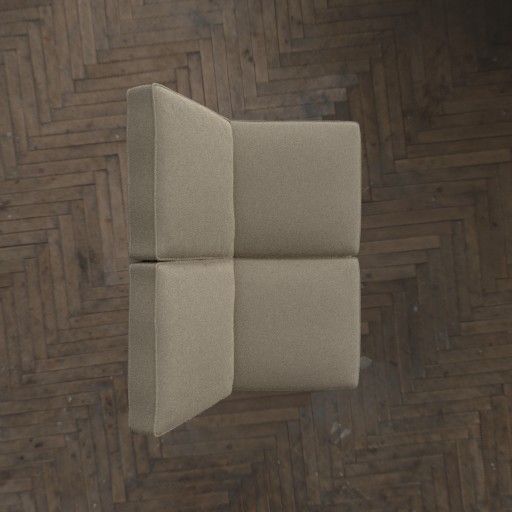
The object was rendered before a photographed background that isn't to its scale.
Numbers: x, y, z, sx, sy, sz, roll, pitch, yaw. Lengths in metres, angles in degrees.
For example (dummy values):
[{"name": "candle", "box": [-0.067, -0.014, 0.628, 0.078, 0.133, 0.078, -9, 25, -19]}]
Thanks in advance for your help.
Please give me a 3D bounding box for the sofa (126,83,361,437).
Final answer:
[{"name": "sofa", "box": [0.000, 0.000, 1.977, 0.951, 1.008, 1.237, 0, 91, 0]}]
